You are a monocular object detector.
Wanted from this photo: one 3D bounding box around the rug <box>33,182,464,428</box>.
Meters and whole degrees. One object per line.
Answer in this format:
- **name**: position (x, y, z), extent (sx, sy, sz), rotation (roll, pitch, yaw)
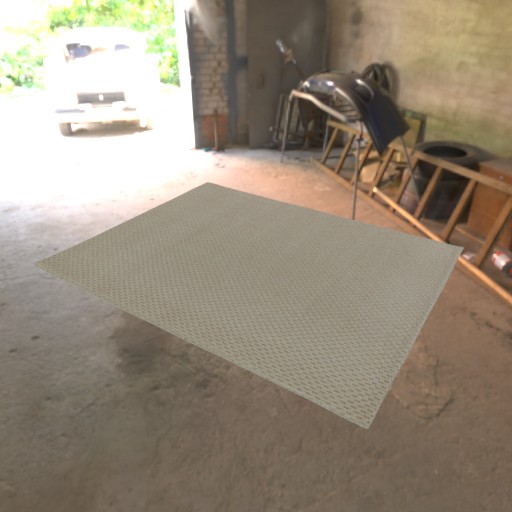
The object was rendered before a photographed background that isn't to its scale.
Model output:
- **rug**: position (0.000, 0.000, 3.775), extent (2.897, 0.035, 2.277), rotation (18, 35, 28)
